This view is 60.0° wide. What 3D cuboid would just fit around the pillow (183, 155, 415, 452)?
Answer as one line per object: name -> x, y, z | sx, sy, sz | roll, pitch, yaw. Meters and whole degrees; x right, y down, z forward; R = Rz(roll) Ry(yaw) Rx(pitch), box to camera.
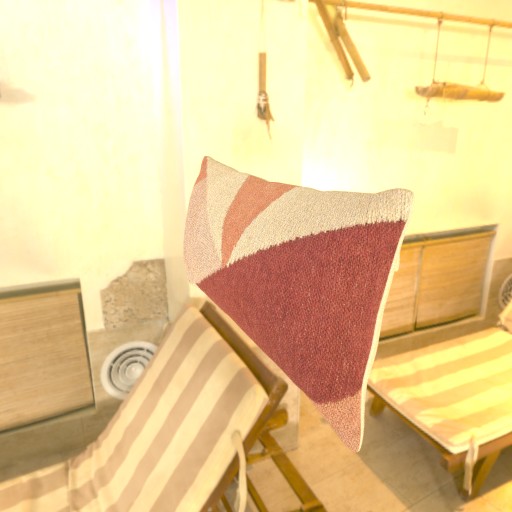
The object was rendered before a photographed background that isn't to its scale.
pillow -> 0.000, 0.000, 0.722 | 0.155, 0.292, 0.609 | -8, 19, -25
